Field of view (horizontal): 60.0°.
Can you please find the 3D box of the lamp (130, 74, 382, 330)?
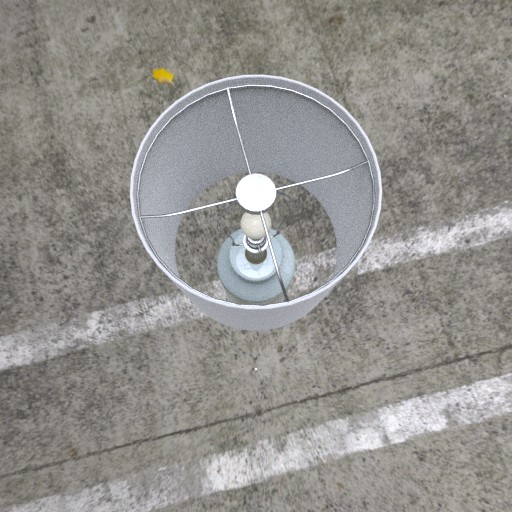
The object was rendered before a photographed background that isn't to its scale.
[{"bbox_3d":[0.000,0.000,0.611,0.212,0.493,0.212,-14,76,-4],"label":"lamp"}]
